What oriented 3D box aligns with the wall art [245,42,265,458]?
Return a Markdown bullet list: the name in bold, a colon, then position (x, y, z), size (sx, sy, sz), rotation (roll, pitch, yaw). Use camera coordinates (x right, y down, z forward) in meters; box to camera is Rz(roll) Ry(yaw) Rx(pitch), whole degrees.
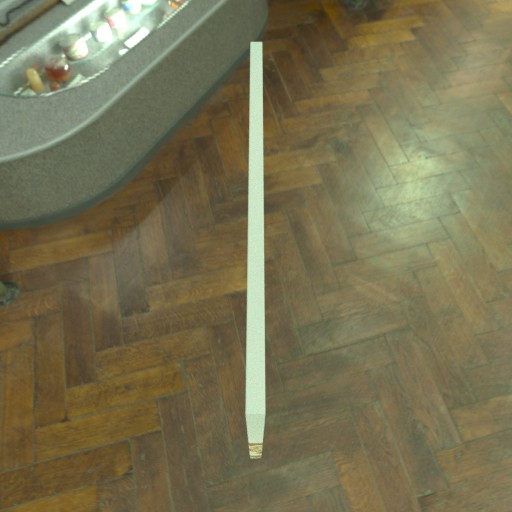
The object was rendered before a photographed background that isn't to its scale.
- **wall art**: position (0.000, 0.000, 1.943), size (0.051, 1.016, 1.520), rotation (0, 60, 0)
